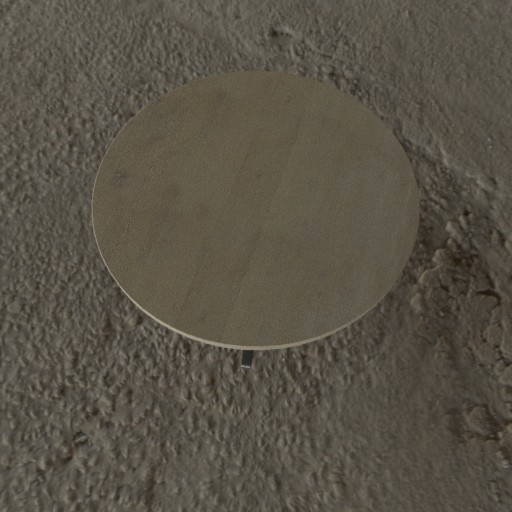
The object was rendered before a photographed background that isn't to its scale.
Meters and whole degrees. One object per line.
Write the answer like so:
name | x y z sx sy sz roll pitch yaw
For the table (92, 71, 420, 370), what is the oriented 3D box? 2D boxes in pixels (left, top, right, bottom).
table | 0.000 0.000 1.442 0.800 0.780 0.800 0 64 0
